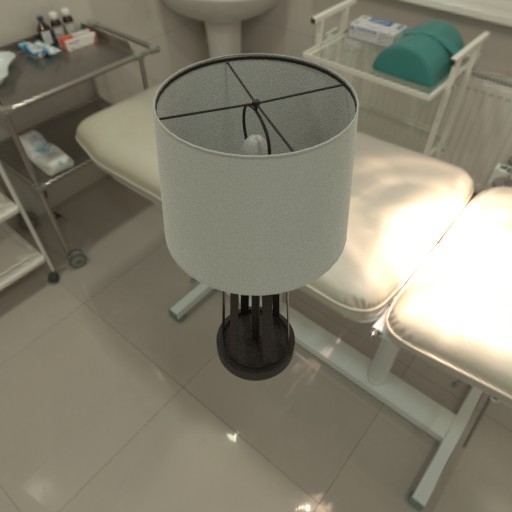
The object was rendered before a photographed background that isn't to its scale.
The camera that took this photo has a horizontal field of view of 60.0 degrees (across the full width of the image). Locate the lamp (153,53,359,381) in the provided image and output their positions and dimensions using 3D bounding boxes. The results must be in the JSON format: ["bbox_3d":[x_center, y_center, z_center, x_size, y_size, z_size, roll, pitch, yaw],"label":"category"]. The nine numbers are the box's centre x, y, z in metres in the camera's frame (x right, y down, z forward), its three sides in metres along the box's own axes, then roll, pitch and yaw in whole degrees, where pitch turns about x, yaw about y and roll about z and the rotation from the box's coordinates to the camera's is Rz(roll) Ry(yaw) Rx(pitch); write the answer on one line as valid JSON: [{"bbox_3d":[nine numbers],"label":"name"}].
[{"bbox_3d":[0.000,0.000,0.666,0.251,0.509,0.251,0,48,0],"label":"lamp"}]
